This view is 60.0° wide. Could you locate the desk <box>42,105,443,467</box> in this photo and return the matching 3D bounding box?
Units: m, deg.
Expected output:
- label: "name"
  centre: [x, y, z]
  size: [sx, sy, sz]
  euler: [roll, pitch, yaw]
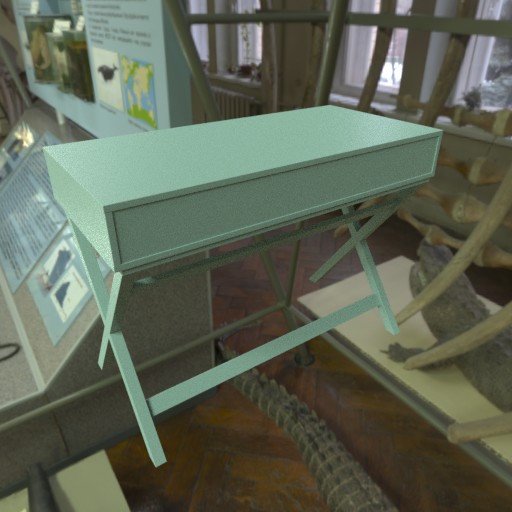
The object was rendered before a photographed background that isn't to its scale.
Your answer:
- label: "desk"
  centre: [0.000, 0.000, 1.471]
  size: [1.059, 0.780, 0.509]
  euler: [-19, 34, -30]
